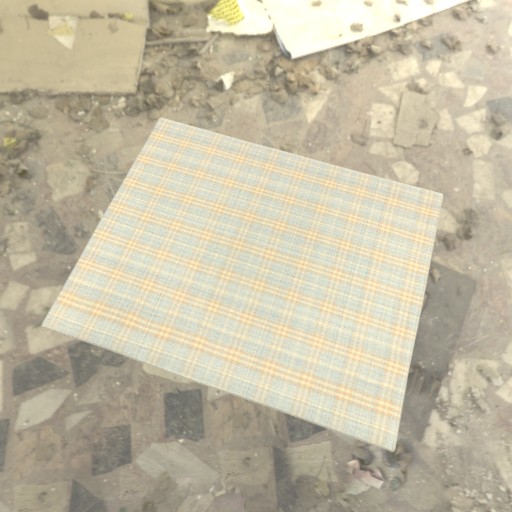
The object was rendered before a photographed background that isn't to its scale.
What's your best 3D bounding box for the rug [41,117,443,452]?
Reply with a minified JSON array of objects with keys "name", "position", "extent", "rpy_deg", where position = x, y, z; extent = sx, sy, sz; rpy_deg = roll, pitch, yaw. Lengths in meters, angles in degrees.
[{"name":"rug","position":[0.000,0.000,4.078],"extent":[3.066,0.030,2.462],"rpy_deg":[17,66,8]}]
